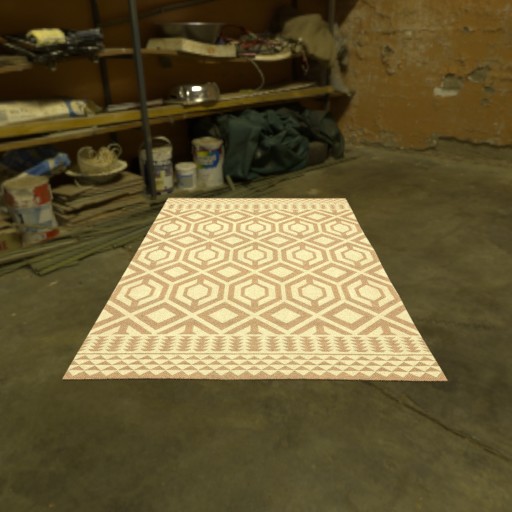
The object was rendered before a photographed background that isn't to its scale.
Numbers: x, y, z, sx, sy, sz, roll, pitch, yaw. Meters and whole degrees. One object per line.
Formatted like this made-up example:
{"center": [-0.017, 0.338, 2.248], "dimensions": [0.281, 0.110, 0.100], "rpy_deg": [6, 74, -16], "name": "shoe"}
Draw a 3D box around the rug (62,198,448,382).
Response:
{"center": [0.000, 0.000, 2.225], "dimensions": [1.219, 0.008, 1.829], "rpy_deg": [0, 26, 0], "name": "rug"}
